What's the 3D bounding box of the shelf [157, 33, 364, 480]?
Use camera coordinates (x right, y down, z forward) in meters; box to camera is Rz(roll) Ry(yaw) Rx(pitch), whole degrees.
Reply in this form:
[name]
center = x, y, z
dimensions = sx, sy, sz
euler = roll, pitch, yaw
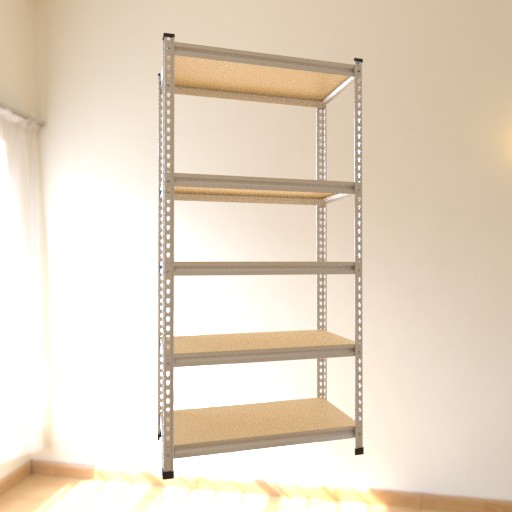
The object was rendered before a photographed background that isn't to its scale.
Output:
[shelf]
center = 0.000, 0.000, 2.151
dimensions = 0.914, 1.829, 0.457
euler = 0, -1, -15
